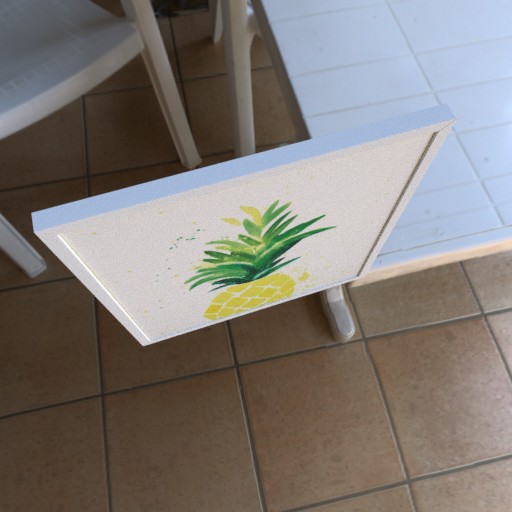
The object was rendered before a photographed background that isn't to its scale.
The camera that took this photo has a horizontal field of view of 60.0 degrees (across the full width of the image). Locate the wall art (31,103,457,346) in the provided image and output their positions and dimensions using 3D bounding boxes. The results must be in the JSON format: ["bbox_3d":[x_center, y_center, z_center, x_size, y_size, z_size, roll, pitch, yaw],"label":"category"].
[{"bbox_3d":[0.000,0.000,1.113,0.763,0.761,0.038,-16,66,-8],"label":"wall art"}]
